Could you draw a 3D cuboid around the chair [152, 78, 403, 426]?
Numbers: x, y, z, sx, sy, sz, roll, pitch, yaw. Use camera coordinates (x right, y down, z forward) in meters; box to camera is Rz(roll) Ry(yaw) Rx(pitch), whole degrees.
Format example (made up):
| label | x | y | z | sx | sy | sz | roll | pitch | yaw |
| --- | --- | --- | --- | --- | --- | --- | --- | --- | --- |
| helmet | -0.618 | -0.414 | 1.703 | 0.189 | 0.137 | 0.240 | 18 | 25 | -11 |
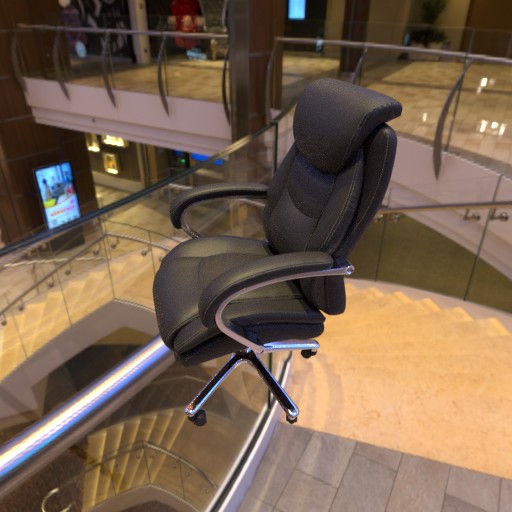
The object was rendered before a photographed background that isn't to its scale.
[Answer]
| label | x | y | z | sx | sy | sz | roll | pitch | yaw |
| --- | --- | --- | --- | --- | --- | --- | --- | --- | --- |
| chair | 0.000 | 0.000 | 1.677 | 0.790 | 1.183 | 0.755 | -9 | 32 | -15 |
